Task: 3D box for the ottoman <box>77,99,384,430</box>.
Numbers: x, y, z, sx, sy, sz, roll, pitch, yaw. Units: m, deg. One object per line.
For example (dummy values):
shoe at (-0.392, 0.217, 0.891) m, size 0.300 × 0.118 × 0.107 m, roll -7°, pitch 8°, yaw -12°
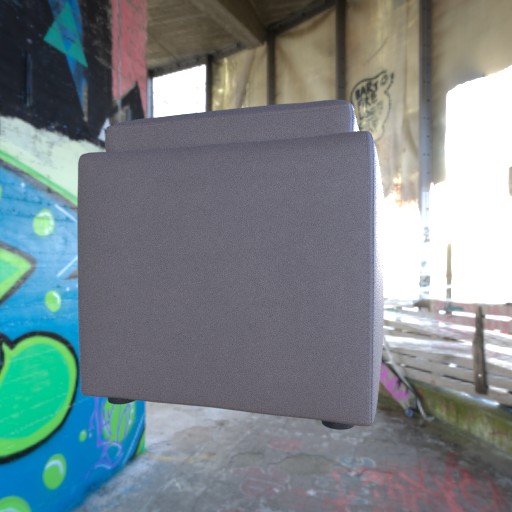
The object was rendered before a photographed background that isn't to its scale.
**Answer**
ottoman at (0.000, 0.000, 0.818) m, size 0.451 × 0.460 × 0.450 m, roll 0°, pitch 0°, yaw 17°
